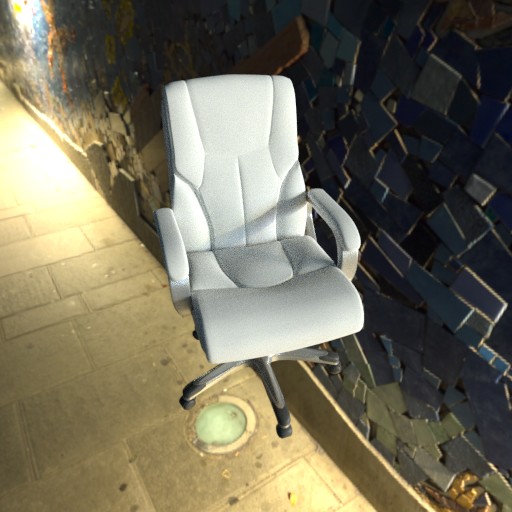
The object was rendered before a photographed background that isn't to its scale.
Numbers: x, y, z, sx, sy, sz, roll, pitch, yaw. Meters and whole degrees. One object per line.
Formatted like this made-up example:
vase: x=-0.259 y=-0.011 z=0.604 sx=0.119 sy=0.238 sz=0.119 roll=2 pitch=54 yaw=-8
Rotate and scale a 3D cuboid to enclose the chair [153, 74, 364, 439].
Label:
chair: x=0.000 y=0.000 z=1.598 sx=0.687 sy=1.120 sz=0.738 roll=-9 pitch=33 yaw=-15
